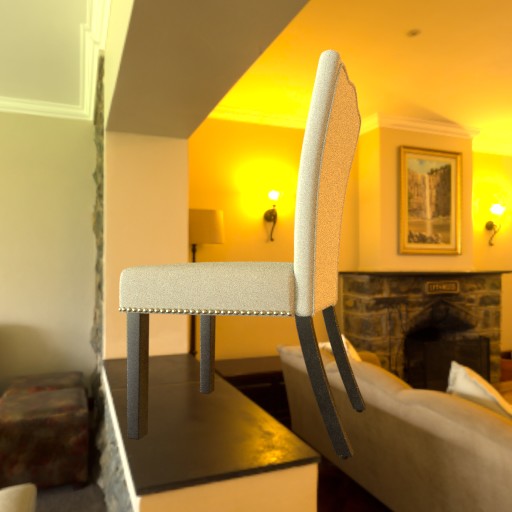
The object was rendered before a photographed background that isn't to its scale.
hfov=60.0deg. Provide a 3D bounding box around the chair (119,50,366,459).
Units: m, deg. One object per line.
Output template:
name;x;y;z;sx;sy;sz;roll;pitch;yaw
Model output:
chair;0.000;0.000;1.287;0.589;0.946;0.518;0;-1;19
